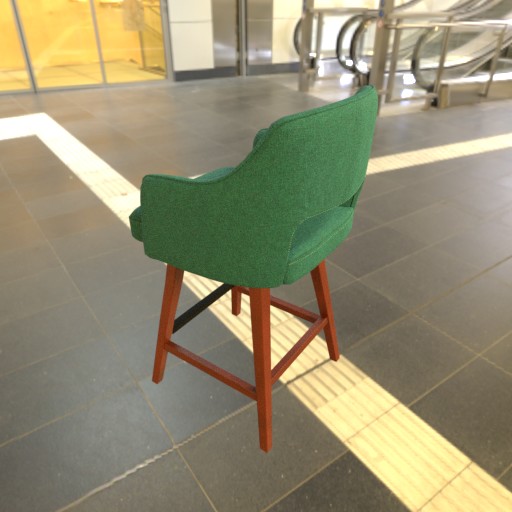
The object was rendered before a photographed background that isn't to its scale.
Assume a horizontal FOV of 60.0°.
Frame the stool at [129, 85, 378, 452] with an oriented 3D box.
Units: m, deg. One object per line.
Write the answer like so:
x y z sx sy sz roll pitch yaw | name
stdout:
0.000 0.000 1.303 0.556 0.961 0.548 20 37 29 | stool
